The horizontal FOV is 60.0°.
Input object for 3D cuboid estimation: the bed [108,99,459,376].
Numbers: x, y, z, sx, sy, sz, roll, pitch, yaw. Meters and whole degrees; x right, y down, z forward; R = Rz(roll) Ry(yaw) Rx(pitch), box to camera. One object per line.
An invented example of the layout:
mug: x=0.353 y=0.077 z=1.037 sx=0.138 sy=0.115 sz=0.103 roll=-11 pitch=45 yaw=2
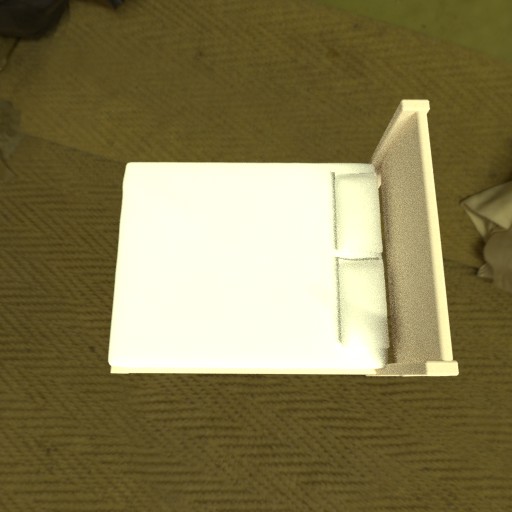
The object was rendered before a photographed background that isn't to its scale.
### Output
bed: x=0.000 y=0.000 z=3.420 sx=2.293 sy=1.471 sz=1.778 roll=0 pitch=75 yaw=0
